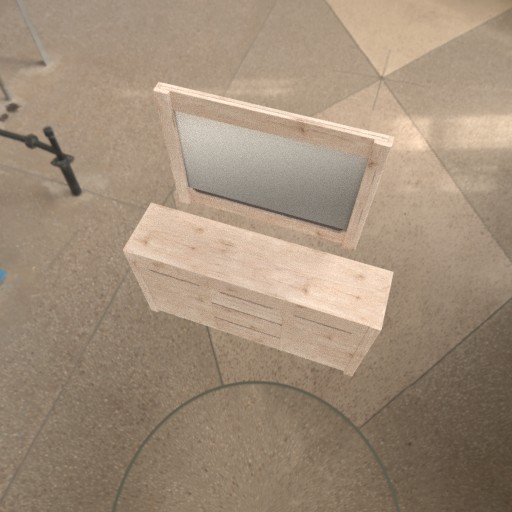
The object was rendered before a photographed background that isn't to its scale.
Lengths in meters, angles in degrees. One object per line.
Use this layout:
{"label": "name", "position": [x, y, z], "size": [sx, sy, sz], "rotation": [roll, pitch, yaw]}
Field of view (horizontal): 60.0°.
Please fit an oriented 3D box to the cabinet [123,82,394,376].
{"label": "cabinet", "position": [0.000, 0.000, 2.796], "size": [1.700, 1.981, 0.420], "rotation": [16, 60, 10]}
